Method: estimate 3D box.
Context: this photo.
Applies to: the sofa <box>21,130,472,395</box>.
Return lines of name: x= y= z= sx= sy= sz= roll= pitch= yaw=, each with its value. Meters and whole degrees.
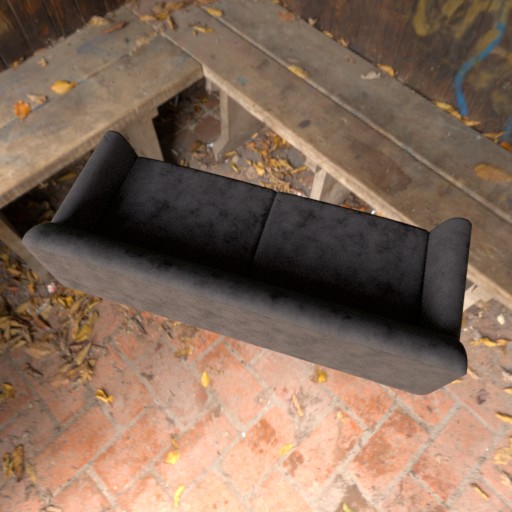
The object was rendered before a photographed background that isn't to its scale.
sofa: x=0.000 y=0.000 z=2.546 sx=2.190 sy=0.740 sz=0.900 roll=16 pitch=64 yaw=8
